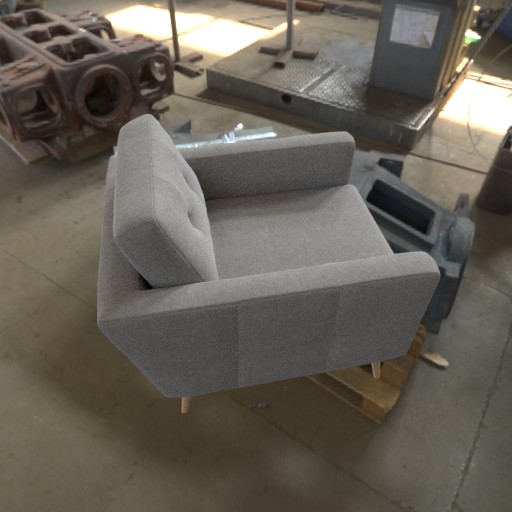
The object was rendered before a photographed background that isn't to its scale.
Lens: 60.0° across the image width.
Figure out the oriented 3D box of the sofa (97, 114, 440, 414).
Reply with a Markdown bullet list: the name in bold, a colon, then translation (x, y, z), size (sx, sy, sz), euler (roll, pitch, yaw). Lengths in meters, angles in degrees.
- **sofa**: translation (0.000, 0.000, 1.513), size (0.920, 0.860, 0.770), euler (-8, 46, -8)
